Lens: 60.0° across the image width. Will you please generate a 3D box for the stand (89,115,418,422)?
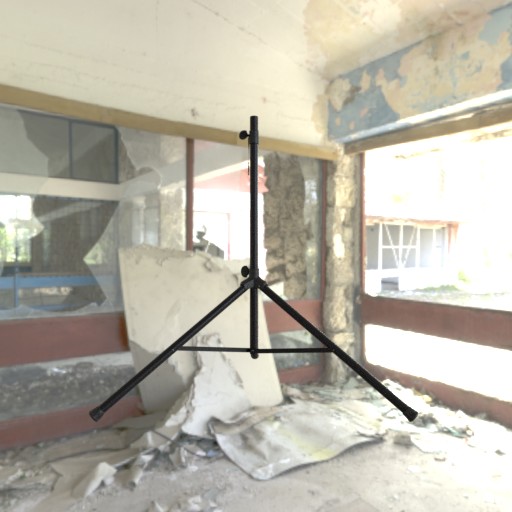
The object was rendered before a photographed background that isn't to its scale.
[{"bbox_3d":[0.000,0.000,2.763,1.596,1.595,1.339,0,1,1],"label":"stand"}]
